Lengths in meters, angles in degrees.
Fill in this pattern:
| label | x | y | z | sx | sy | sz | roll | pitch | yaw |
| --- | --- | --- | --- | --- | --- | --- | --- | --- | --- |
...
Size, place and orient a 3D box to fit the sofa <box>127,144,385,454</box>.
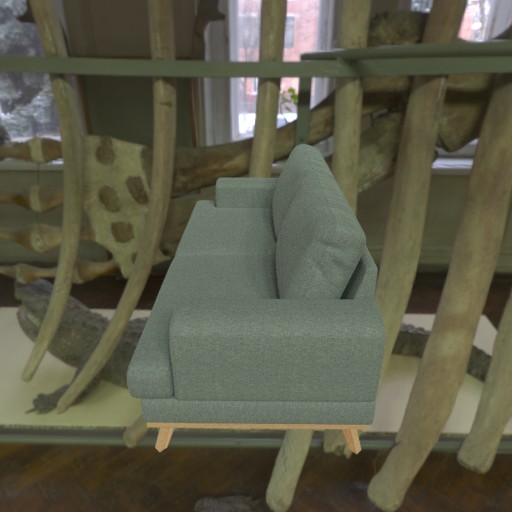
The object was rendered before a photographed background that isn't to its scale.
| label | x | y | z | sx | sy | sz | roll | pitch | yaw |
| --- | --- | --- | --- | --- | --- | --- | --- | --- | --- |
| sofa | 0.000 | 0.000 | 2.069 | 0.785 | 0.810 | 1.650 | 0 | 25 | 1 |
